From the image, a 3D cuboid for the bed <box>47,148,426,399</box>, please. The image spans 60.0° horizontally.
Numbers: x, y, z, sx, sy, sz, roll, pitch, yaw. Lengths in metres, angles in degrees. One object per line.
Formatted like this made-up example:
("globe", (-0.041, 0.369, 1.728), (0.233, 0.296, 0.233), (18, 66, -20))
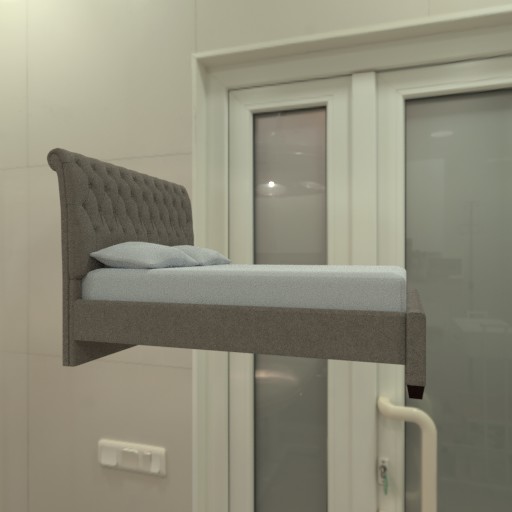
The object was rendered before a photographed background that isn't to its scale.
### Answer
("bed", (0.000, 0.000, 3.225), (2.252, 1.371, 1.645), (0, 0, 19))
